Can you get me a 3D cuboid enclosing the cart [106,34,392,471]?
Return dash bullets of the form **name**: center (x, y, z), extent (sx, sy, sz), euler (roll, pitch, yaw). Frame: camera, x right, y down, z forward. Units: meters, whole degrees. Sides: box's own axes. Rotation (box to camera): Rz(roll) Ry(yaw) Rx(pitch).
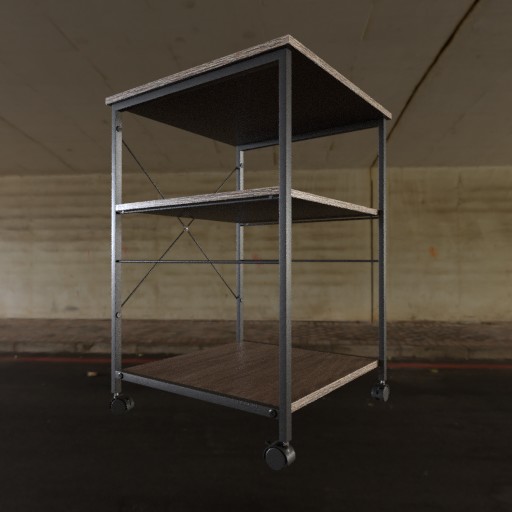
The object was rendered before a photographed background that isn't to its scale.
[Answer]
- **cart**: center (0.000, 0.000, 1.126), extent (0.520, 0.762, 0.521), euler (0, 0, 36)
